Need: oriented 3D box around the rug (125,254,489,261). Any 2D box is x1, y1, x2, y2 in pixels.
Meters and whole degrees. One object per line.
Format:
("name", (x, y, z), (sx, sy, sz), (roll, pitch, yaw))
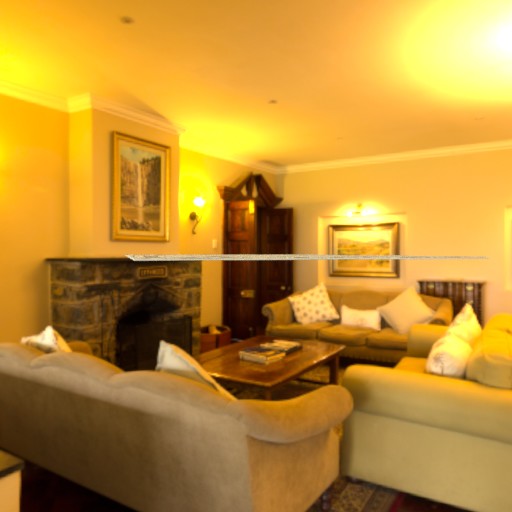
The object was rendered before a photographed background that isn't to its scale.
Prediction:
("rug", (0.000, 0.000, 4.388), (2.449, 0.019, 3.357), (0, 1, -17))
